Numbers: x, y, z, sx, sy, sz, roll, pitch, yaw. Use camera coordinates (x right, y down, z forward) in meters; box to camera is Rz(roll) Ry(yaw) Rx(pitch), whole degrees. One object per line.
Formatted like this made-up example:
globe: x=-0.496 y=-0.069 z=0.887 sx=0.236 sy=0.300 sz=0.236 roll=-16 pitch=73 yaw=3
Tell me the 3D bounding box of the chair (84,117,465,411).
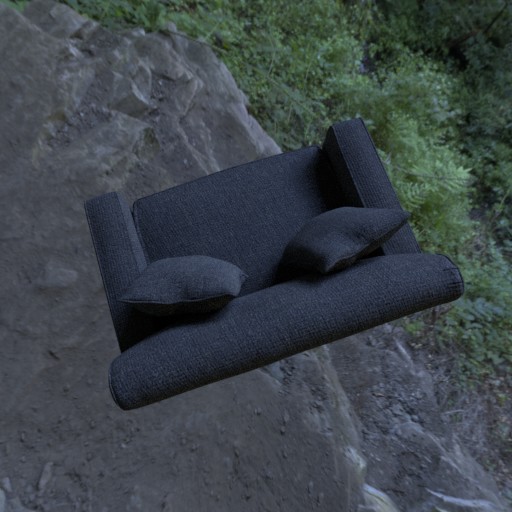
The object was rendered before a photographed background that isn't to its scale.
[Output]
chair: x=0.000 y=0.000 z=2.125 sx=1.383 sy=0.948 sz=1.000 roll=-18 pitch=76 yaw=-5
